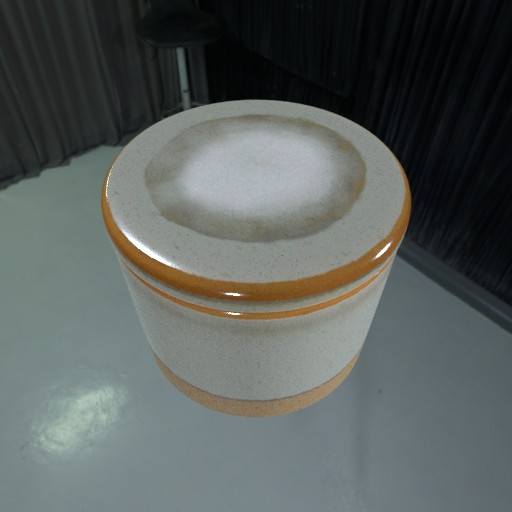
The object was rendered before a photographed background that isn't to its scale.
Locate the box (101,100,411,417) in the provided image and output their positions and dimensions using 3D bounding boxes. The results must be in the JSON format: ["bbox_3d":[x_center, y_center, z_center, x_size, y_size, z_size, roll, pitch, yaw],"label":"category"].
[{"bbox_3d":[0.000,0.000,0.213,0.123,0.100,0.123,0,47,0],"label":"box"}]
